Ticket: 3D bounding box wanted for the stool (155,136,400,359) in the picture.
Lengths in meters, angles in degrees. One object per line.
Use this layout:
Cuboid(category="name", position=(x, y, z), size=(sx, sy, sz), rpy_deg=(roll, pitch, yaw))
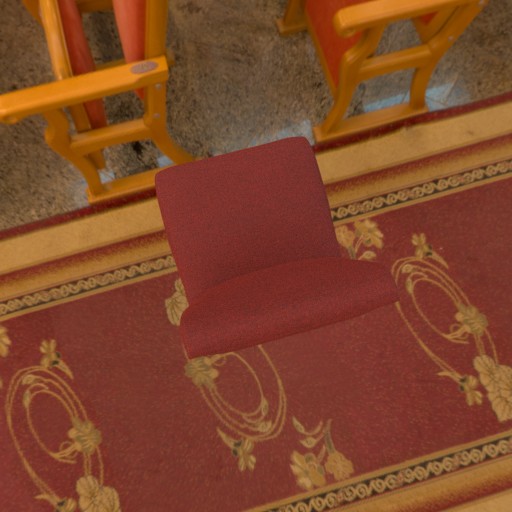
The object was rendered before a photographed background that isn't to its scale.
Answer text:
Cuboid(category="stool", position=(0.000, 0.000, 1.343), size=(0.468, 1.038, 0.562), rpy_deg=(-15, 76, -4))
